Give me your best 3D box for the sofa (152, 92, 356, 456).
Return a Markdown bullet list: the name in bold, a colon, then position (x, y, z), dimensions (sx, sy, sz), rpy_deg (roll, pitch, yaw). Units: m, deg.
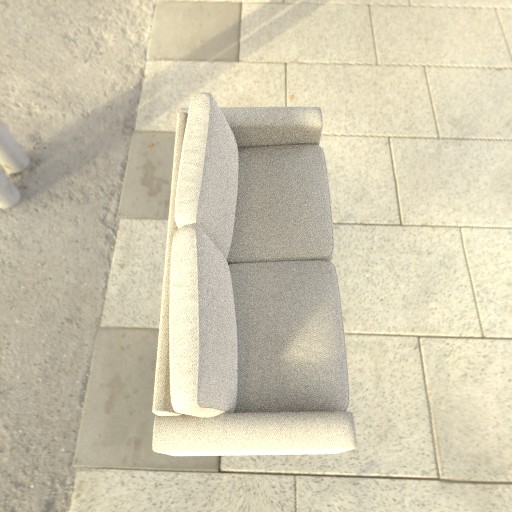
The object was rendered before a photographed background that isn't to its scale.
- **sofa**: position (0.000, 0.000, 2.690), dimensions (1.016, 0.873, 2.179), rpy_deg (-1, 64, 0)
